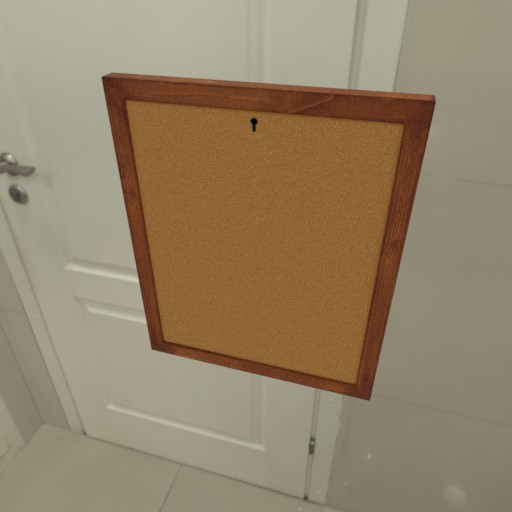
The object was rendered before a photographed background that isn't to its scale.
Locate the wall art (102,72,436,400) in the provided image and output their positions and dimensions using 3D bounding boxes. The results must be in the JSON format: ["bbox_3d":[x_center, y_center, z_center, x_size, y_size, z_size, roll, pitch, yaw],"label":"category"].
[{"bbox_3d":[0.000,0.000,0.756,0.462,0.558,0.030,10,35,14],"label":"wall art"}]
